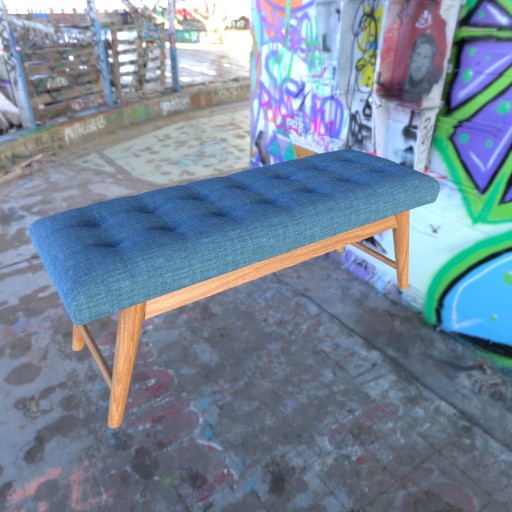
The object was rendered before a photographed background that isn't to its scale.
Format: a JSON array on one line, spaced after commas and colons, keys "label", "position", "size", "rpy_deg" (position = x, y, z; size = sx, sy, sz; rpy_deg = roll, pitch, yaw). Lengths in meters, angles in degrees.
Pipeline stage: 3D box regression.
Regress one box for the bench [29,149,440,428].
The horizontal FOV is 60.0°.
[{"label": "bench", "position": [0.000, 0.000, 1.325], "size": [1.118, 0.432, 0.406], "rpy_deg": [-19, 35, -29]}]
